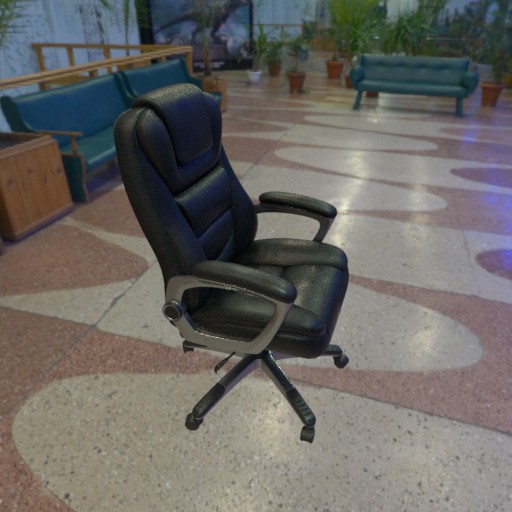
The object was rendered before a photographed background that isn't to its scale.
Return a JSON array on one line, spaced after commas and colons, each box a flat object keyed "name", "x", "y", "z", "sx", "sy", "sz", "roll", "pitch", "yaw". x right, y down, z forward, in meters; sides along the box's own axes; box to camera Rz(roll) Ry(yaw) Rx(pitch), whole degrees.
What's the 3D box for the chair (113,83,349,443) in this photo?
[{"name": "chair", "x": 0.000, "y": 0.000, "z": 1.524, "sx": 0.689, "sy": 1.075, "sz": 0.697, "roll": 10, "pitch": 31, "yaw": 17}]
